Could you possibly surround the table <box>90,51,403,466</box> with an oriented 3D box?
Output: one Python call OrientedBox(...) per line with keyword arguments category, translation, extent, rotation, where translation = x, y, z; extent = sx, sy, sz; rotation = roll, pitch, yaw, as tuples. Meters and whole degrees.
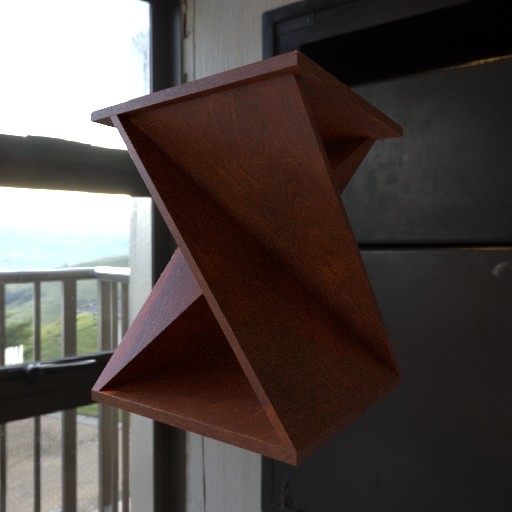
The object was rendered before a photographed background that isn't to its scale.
OrientedBox(category="table", translation=(0.000, 0.000, 0.851), extent=(0.427, 0.520, 0.427), rotation=(1, 1, 35))
